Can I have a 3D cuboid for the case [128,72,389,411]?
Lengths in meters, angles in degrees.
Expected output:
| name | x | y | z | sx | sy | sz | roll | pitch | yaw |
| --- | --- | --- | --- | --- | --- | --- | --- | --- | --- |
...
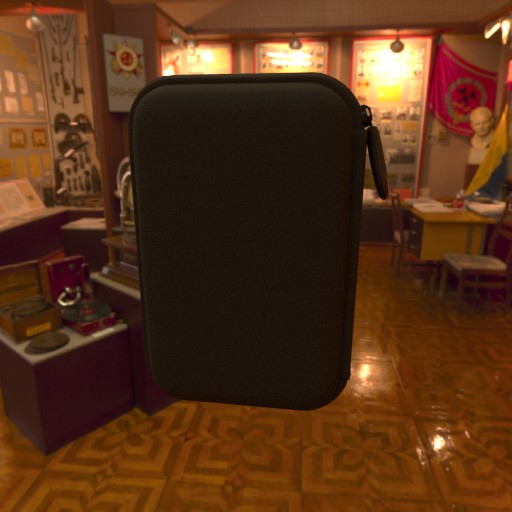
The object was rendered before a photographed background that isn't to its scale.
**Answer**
| name | x | y | z | sx | sy | sz | roll | pitch | yaw |
| --- | --- | --- | --- | --- | --- | --- | --- | --- | --- |
| case | 0.000 | 0.000 | 0.192 | 0.107 | 0.147 | 0.030 | 2 | 16 | 8 |
